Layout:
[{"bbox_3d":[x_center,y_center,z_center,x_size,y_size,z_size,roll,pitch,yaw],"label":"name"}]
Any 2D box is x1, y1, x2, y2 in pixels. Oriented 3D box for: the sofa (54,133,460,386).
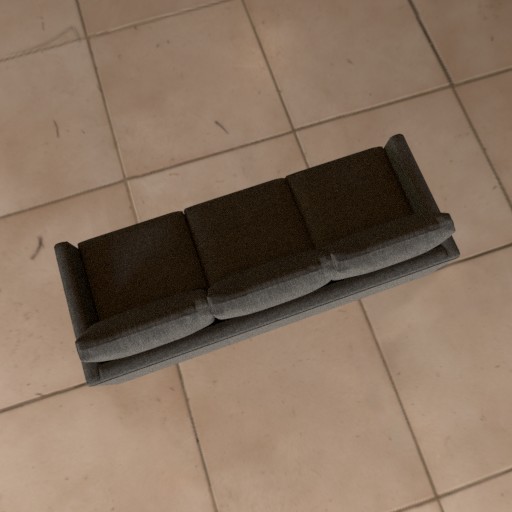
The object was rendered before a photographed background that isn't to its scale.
[{"bbox_3d":[0.000,0.000,2.749,2.253,0.879,0.876,-19,76,-5],"label":"sofa"}]
